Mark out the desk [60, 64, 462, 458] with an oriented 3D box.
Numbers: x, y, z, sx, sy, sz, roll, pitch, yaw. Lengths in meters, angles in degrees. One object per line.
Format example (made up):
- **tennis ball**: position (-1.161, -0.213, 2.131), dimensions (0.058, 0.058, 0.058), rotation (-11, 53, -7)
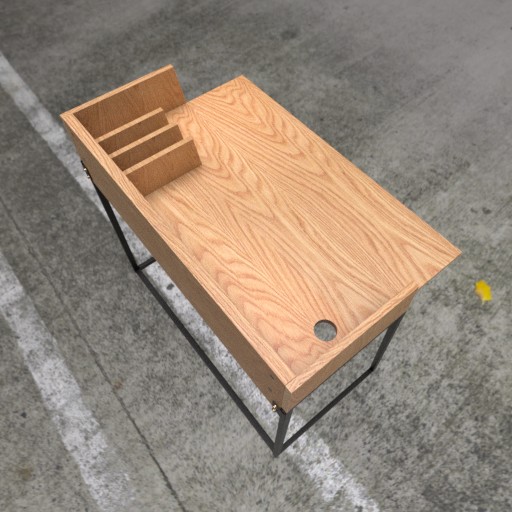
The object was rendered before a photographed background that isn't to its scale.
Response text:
- **desk**: position (0.000, 0.000, 1.825), dimensions (0.769, 1.061, 1.191), rotation (-34, 64, -19)
